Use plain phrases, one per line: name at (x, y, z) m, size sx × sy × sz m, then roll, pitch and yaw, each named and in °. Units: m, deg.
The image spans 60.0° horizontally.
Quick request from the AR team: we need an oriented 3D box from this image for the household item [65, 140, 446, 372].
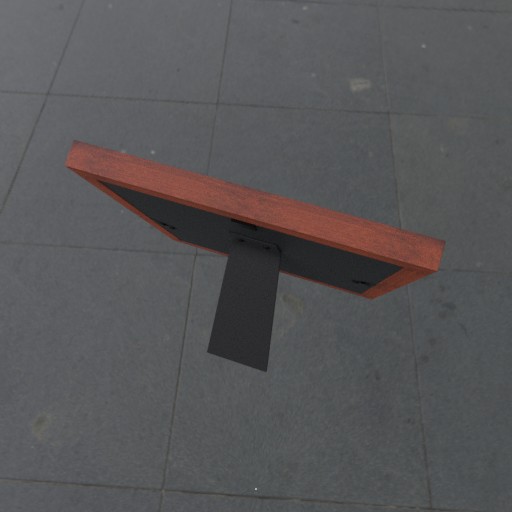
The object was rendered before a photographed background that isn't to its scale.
household item at (0.000, 0.000, 0.385) m, size 0.240 × 0.240 × 0.131 m, roll 16°, pitch 64°, yaw 8°
